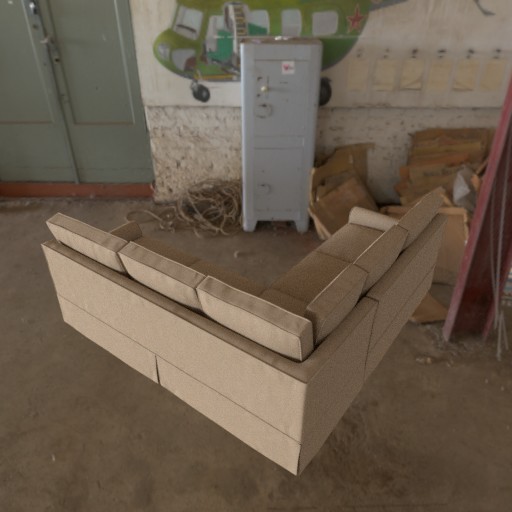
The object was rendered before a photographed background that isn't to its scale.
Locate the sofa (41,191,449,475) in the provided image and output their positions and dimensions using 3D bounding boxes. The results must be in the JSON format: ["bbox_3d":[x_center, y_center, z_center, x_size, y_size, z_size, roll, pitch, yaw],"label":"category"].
[{"bbox_3d":[0.000,0.000,4.258,2.733,1.124,2.730,21,38,30],"label":"sofa"}]
